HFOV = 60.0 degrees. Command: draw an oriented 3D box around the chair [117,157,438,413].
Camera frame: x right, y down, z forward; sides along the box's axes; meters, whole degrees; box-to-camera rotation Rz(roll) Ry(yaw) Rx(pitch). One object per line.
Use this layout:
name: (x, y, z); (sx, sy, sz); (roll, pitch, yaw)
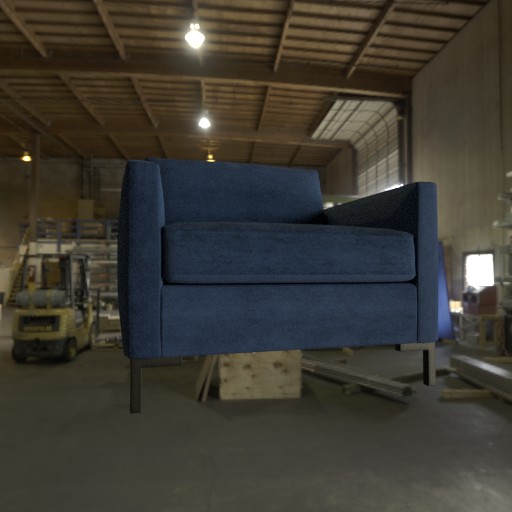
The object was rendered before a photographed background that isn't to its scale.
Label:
chair: (0.000, 0.000, 1.617); (0.964, 0.812, 0.875); (1, -2, -18)
